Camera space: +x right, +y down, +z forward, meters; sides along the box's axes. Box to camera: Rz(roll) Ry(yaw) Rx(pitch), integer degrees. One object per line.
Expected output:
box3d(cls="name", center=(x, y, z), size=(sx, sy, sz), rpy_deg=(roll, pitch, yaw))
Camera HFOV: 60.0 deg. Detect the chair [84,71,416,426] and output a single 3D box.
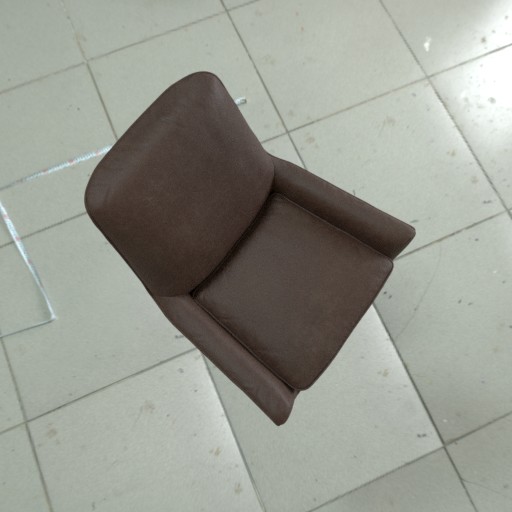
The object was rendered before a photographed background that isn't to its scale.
box3d(cls="chair", center=(0.000, 0.000, 1.514), size=(0.824, 0.888, 0.787), rpy_deg=(36, 79, 8))
